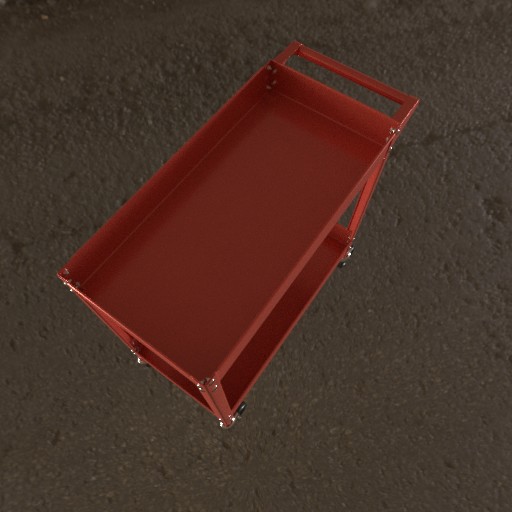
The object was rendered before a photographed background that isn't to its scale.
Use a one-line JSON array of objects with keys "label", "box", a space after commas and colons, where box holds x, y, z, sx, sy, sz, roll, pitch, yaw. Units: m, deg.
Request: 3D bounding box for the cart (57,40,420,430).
[{"label": "cart", "box": [0.000, 0.000, 1.195, 0.366, 0.719, 0.779, 33, 68, 15]}]
